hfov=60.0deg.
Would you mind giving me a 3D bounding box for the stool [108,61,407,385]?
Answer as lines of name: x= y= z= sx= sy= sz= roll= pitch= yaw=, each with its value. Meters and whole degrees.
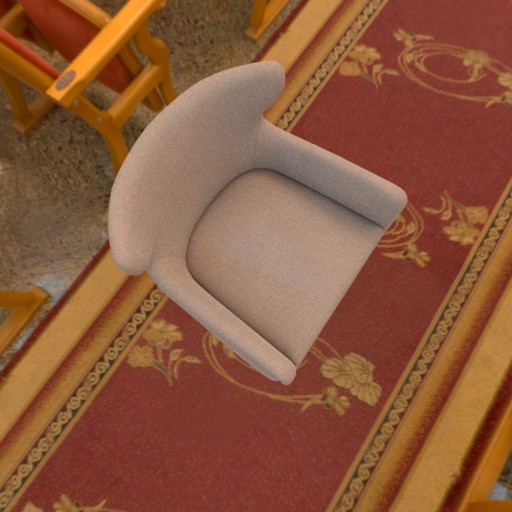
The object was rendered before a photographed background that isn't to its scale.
stool: x=0.000 y=0.000 z=1.398 sx=0.575 sy=1.047 sz=0.575 roll=34 pitch=78 yaw=8
